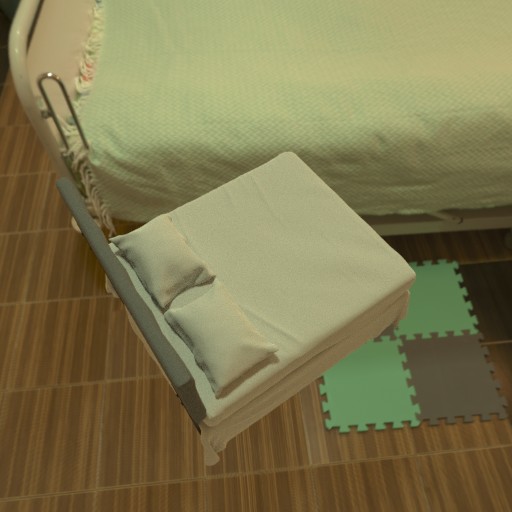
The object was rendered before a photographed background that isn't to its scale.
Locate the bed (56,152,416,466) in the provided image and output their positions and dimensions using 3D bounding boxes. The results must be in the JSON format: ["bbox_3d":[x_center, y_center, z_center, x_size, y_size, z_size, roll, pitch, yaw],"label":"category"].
[{"bbox_3d":[0.000,0.000,3.471,2.222,1.577,1.936,-30,63,-18],"label":"bed"}]
